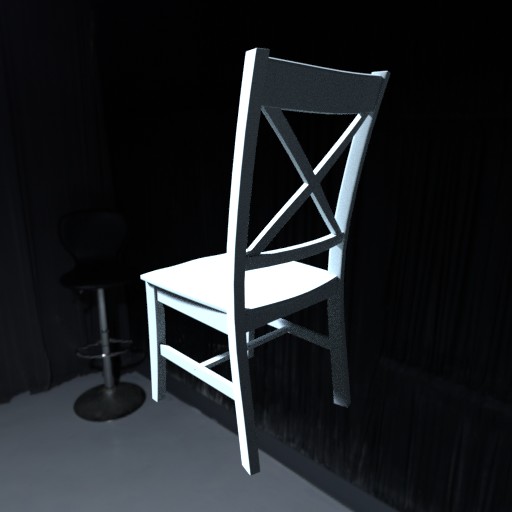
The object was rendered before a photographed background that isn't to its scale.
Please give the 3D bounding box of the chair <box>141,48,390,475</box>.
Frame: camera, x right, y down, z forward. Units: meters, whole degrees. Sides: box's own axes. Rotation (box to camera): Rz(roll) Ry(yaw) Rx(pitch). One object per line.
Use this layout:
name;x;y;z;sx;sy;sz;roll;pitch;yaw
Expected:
chair;0.000;0.000;1.276;0.485;0.983;0.542;-15;21;-43
